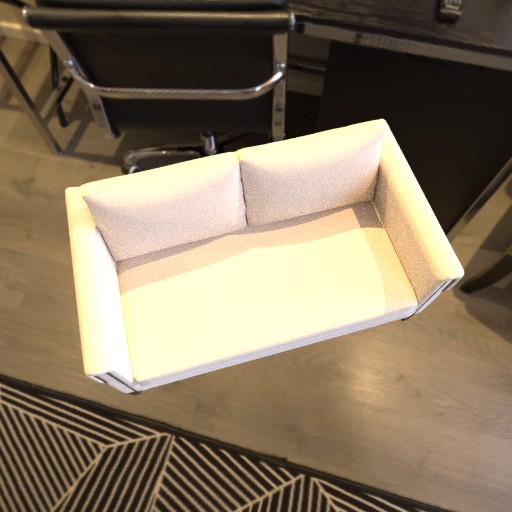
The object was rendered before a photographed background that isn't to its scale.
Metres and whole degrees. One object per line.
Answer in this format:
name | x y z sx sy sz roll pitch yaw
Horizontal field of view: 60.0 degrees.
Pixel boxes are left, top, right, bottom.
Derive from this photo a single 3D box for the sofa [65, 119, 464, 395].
sofa | 0.000 0.000 2.150 1.598 0.873 0.905 -14 65 -7
